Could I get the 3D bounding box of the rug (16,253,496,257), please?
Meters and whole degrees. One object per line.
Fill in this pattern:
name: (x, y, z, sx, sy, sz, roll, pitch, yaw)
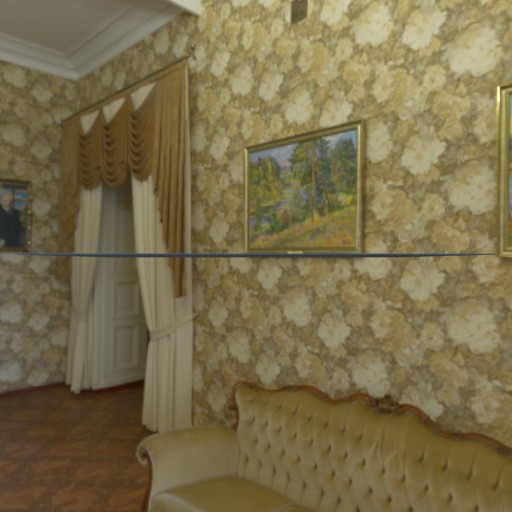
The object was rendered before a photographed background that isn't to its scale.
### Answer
rug: (0.000, 0.000, 3.007, 2.440, 0.007, 1.525, 0, -1, -1)
